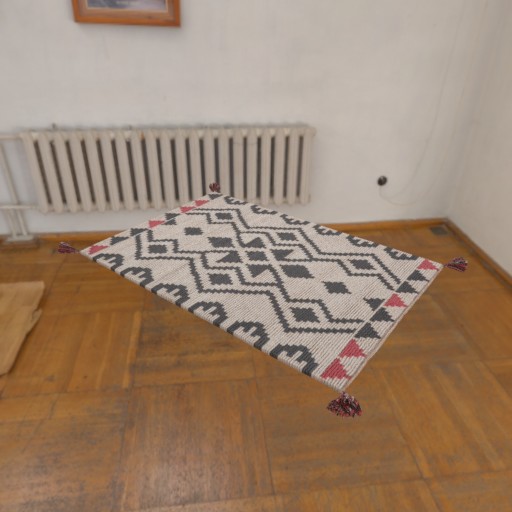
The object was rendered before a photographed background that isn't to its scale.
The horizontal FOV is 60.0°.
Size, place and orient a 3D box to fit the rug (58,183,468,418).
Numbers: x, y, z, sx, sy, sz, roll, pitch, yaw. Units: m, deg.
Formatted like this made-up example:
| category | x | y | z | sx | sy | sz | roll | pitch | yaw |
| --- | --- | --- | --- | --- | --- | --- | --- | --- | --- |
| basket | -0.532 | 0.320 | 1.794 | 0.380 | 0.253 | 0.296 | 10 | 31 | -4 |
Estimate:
| category | x | y | z | sx | sy | sz | roll | pitch | yaw |
| --- | --- | --- | --- | --- | --- | --- | --- | --- | --- |
| rug | 0.000 | 0.000 | 2.650 | 2.069 | 0.067 | 1.444 | 22 | 37 | 32 |
